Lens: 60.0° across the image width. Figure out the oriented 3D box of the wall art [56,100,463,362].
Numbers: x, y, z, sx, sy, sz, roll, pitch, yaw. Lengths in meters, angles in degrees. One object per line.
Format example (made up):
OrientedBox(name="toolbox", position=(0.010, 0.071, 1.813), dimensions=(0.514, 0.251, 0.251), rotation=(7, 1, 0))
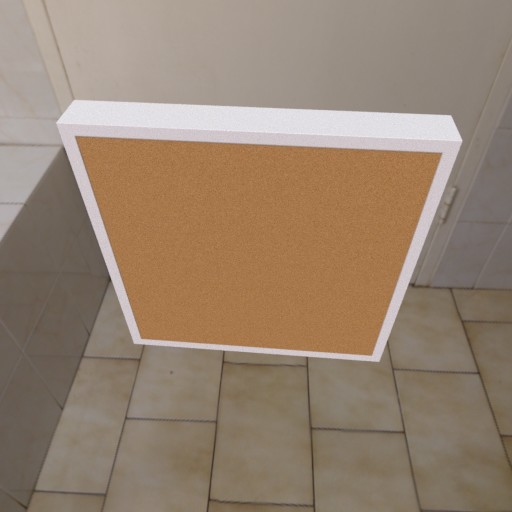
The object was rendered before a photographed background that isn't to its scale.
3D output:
OrientedBox(name="wall art", position=(0.000, 0.000, 0.453), dimensions=(0.305, 0.305, 0.038), rotation=(3, 46, 3))
